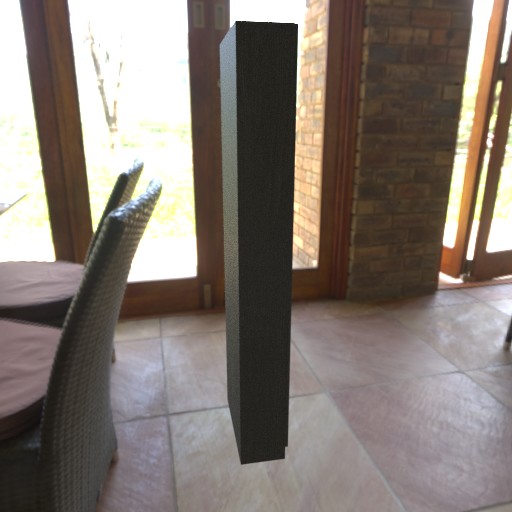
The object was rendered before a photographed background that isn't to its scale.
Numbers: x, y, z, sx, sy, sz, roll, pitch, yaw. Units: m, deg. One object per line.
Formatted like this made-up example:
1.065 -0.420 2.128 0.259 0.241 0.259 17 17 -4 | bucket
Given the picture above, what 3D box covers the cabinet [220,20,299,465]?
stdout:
0.000 0.000 1.979 0.230 1.790 0.500 -3 17 -10 | cabinet
